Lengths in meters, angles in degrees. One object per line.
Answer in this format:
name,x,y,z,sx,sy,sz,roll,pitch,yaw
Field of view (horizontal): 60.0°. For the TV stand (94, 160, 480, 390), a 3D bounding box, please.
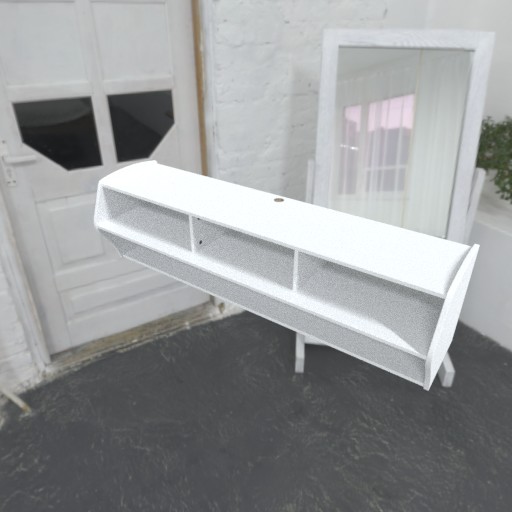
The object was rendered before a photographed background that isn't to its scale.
TV stand,0.000,0.000,1.741,1.473,0.424,0.397,19,36,30
